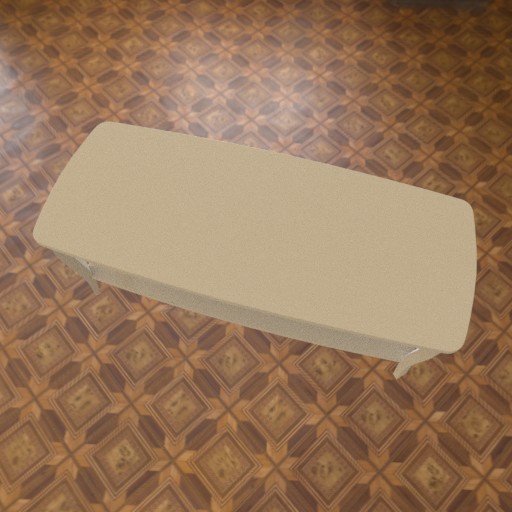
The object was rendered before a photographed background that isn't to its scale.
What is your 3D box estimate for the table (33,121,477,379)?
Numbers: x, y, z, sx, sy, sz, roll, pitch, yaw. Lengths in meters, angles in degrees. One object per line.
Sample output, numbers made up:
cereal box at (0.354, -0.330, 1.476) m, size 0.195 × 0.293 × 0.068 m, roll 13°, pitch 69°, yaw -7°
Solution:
table at (0.000, 0.000, 1.583) m, size 1.334 × 0.474 × 0.561 m, roll 14°, pitch 63°, yaw 7°
